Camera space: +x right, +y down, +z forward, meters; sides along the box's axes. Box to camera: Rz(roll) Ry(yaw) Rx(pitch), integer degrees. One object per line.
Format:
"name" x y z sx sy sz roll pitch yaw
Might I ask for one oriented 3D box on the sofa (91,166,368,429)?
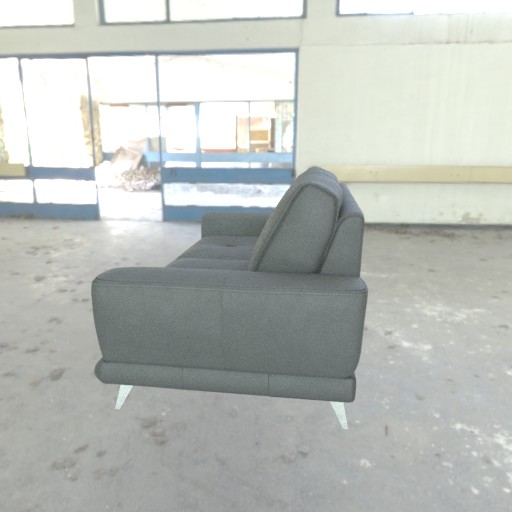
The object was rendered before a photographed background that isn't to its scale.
"sofa" 0.000 0.000 2.404 1.018 0.907 1.806 2 14 8
